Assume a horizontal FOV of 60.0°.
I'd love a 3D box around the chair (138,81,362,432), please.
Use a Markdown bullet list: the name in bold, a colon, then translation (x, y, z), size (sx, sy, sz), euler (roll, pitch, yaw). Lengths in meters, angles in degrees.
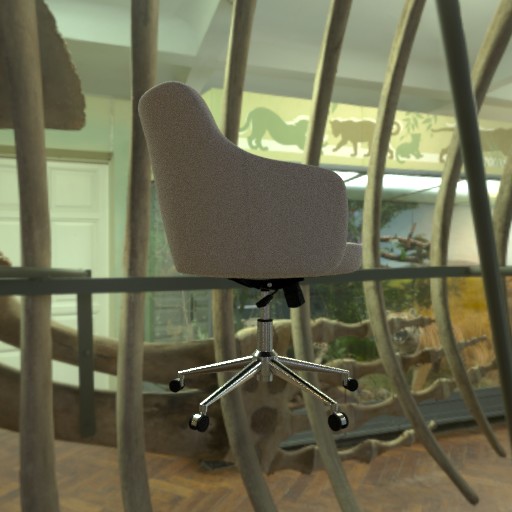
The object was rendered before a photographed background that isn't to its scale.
- **chair**: translation (0.000, 0.000, 1.259), size (0.647, 0.819, 0.602), euler (0, 0, -18)
